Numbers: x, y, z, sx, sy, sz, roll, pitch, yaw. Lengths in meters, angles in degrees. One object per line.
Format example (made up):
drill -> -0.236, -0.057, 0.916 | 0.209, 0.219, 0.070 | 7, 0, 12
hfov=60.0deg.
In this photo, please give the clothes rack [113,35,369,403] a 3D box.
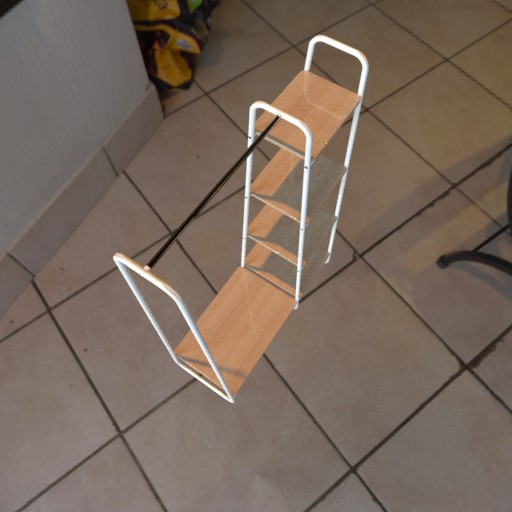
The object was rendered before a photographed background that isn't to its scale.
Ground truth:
clothes rack -> 0.000, 0.000, 1.946 | 0.400, 1.500, 1.011 | 31, 68, 14
